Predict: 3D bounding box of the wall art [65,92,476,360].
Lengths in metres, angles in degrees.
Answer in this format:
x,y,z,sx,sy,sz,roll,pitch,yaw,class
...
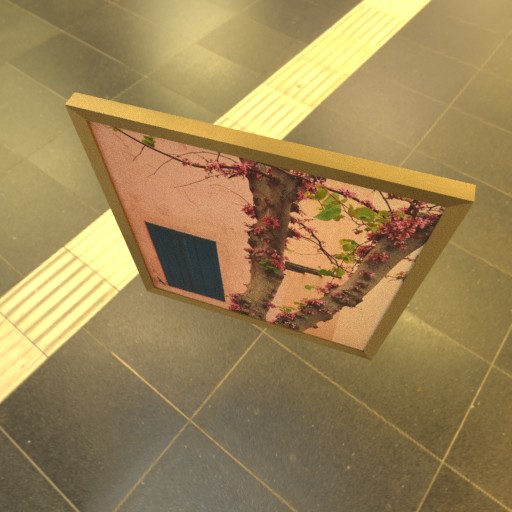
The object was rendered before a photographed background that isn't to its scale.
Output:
x,y,z,sx,sy,sz,roll,pitch,yaw,class
0.000,0.000,1.117,0.762,0.762,0.038,16,59,10,wall art
